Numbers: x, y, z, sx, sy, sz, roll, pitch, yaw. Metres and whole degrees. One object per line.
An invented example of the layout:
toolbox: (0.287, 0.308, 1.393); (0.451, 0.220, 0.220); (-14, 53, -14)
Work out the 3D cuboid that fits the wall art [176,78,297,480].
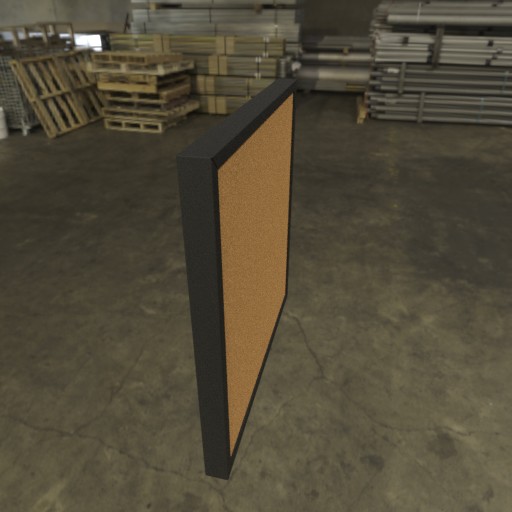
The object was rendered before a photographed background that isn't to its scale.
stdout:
wall art: (0.000, 0.000, 0.771); (0.037, 0.508, 0.508); (7, 31, 12)
